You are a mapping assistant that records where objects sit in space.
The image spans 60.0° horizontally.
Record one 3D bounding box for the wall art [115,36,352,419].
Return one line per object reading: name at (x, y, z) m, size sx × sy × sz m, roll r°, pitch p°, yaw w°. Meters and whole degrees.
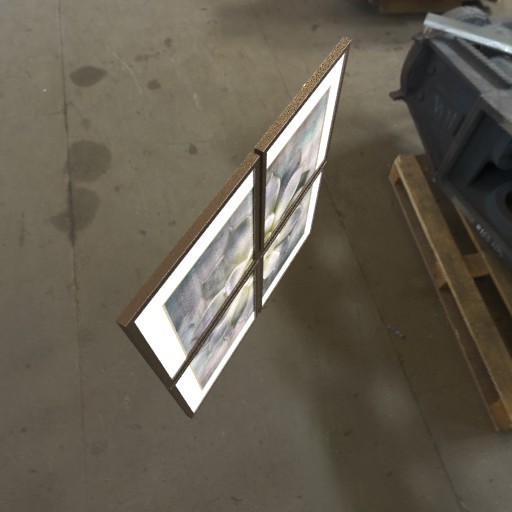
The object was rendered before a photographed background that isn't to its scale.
wall art at (0.000, 0.000, 1.526) m, size 0.030 × 1.032 × 1.032 m, roll 28°, pitch 64°, yaw 15°
